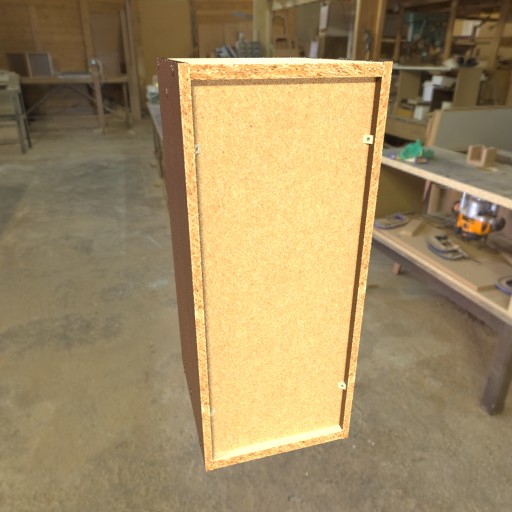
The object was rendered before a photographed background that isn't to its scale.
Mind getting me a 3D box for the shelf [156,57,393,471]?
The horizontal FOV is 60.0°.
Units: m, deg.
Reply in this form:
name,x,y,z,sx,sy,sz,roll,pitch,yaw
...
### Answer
name,x,y,z,sx,sy,sz,roll,pitch,yaw
shelf,0.000,0.000,0.740,0.253,0.600,0.290,-7,26,-14
